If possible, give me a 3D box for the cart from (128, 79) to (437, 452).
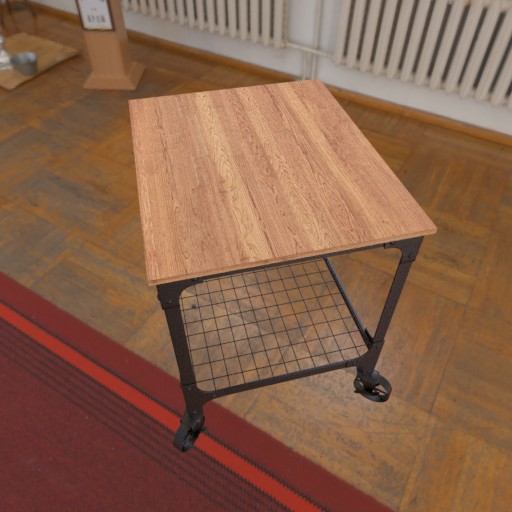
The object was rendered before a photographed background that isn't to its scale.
[{"bbox_3d":[0.000,0.000,1.119,0.558,0.603,0.666,-10,47,-10],"label":"cart"}]
